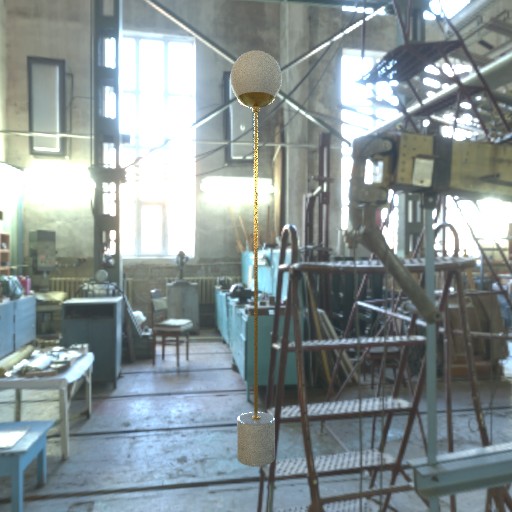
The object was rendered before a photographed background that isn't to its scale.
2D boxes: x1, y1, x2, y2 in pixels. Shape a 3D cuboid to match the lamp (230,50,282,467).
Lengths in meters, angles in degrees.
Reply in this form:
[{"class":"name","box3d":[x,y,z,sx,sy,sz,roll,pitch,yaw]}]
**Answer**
[{"class":"lamp","box3d":[0.000,0.000,1.918,0.224,1.753,0.224,0,0,35]}]
